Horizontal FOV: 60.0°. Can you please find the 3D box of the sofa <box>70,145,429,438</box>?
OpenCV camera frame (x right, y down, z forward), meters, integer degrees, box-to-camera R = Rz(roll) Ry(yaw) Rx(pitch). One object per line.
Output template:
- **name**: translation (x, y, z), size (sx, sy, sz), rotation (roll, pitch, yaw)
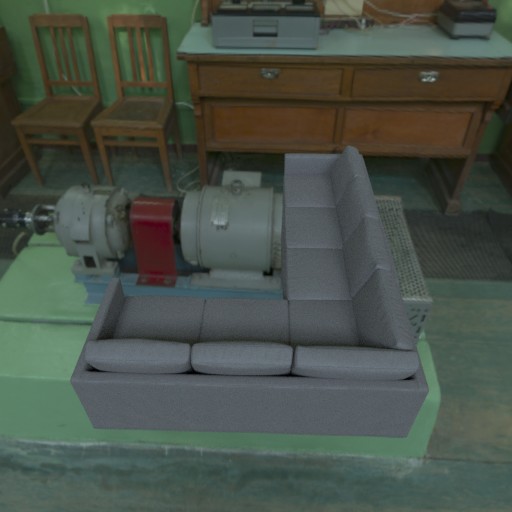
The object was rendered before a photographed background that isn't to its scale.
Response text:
- **sofa**: translation (0.000, 0.000, 4.297), size (2.432, 0.871, 3.182), rotation (1, 42, 1)
